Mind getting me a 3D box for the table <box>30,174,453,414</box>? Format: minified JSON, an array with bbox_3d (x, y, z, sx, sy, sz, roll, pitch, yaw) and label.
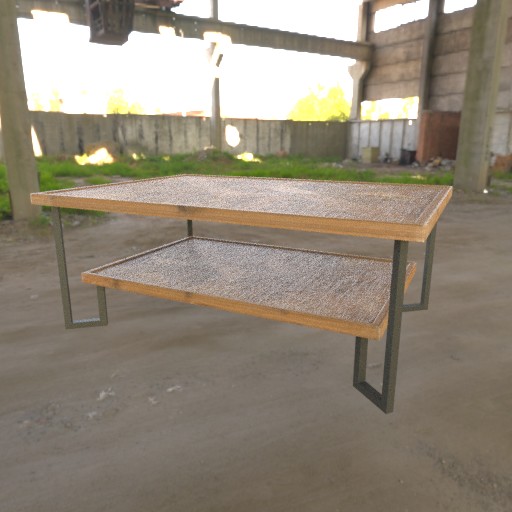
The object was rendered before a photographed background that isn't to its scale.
[{"bbox_3d":[0.000,0.000,1.642,1.238,0.492,0.877,7,17,26],"label":"table"}]
